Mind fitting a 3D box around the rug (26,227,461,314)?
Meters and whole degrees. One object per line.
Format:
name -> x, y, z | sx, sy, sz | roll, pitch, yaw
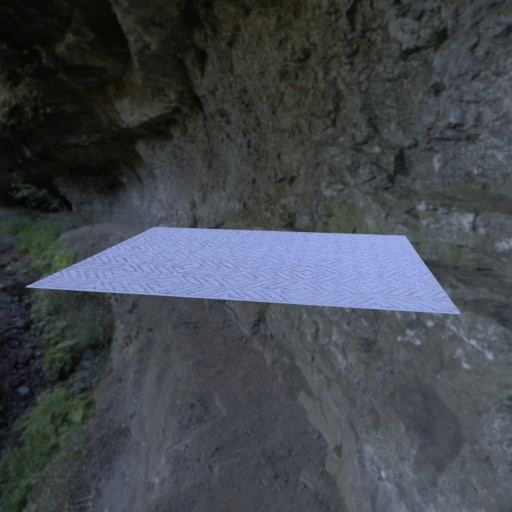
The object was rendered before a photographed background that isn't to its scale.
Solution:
rug -> 0.000, 0.000, 4.186 | 3.045, 0.008, 2.421 | 3, 15, 10
